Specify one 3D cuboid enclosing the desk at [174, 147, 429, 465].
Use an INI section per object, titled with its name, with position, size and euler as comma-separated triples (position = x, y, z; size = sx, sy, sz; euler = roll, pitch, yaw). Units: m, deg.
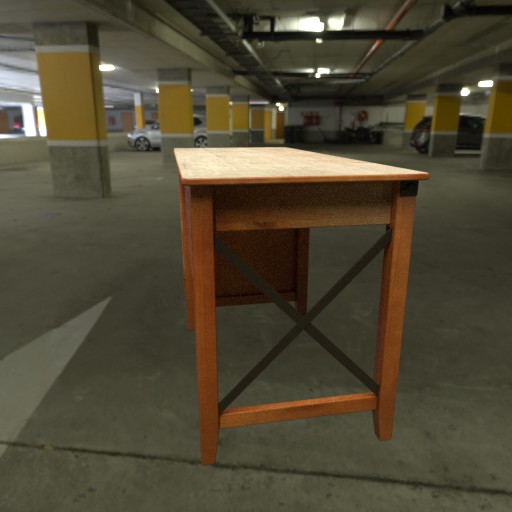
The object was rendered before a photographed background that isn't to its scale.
[desk]
position = 0.000, 0.000, 1.718
size = 0.574, 0.756, 1.353
euler = -3, 17, -10
